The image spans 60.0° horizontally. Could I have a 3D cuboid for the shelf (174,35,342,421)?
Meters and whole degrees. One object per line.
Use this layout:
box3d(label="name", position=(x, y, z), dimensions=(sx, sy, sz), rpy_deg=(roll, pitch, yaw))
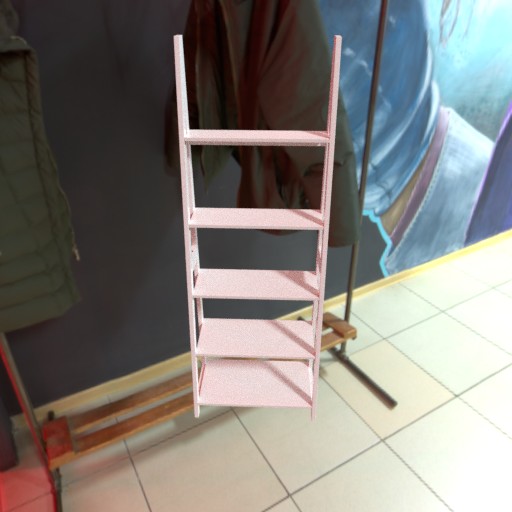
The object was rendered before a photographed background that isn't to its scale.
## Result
box3d(label="shelf", position=(0.000, 0.000, 2.016), dimensions=(0.636, 1.779, 0.341), rpy_deg=(1, 30, 2))
